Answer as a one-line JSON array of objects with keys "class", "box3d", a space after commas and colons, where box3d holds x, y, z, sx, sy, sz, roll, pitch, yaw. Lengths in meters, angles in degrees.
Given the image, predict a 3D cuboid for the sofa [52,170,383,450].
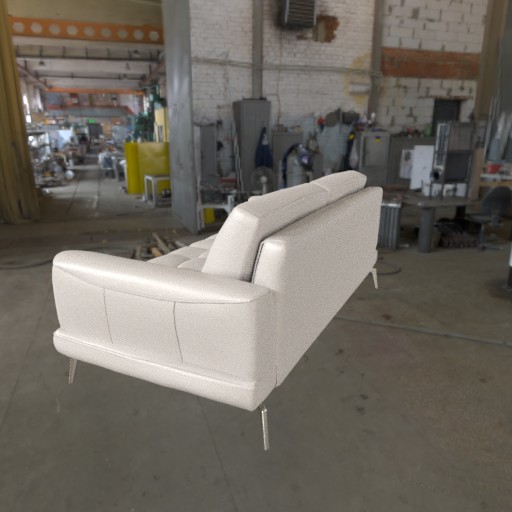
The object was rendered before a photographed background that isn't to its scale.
[{"class": "sofa", "box3d": [0.000, 0.000, 2.688, 1.121, 0.930, 2.177, 8, 18, 25]}]
